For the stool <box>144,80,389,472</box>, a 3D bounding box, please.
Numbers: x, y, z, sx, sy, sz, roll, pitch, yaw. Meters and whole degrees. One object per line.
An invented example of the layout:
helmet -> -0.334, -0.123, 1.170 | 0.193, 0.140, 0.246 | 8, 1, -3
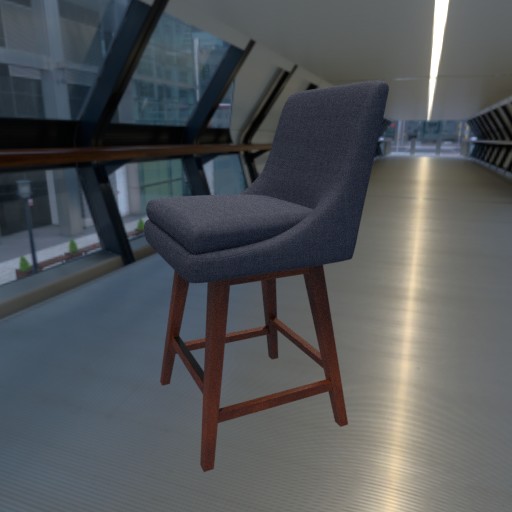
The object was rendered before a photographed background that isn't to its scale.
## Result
stool -> 0.000, 0.000, 1.222 | 0.524, 0.895, 0.467 | -7, 17, -24
